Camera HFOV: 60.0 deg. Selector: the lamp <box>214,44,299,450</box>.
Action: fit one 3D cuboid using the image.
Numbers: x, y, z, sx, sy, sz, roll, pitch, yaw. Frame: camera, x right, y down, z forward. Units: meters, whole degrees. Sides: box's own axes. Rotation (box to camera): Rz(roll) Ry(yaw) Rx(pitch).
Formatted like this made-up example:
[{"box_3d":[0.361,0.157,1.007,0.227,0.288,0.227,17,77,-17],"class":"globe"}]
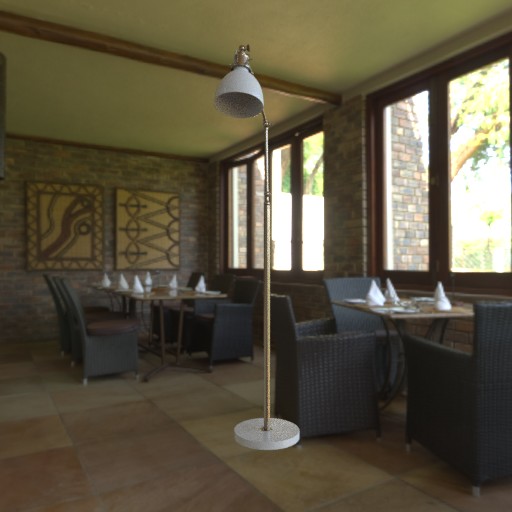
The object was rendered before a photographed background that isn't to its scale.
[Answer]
[{"box_3d":[0.000,0.000,1.820,0.288,1.586,0.599,0,-1,18],"class":"lamp"}]
